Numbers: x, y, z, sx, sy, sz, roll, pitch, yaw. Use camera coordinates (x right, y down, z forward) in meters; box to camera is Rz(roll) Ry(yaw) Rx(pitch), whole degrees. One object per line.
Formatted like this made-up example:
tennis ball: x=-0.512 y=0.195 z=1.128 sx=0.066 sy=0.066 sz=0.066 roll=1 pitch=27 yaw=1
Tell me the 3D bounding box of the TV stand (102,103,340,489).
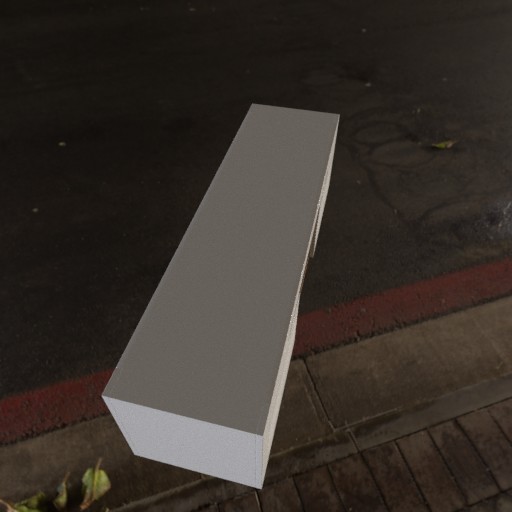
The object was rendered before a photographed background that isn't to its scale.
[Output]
TV stand: x=0.000 y=0.000 z=1.717 sx=0.410 sy=0.440 sz=1.500 roll=10 pitch=48 yaw=10
